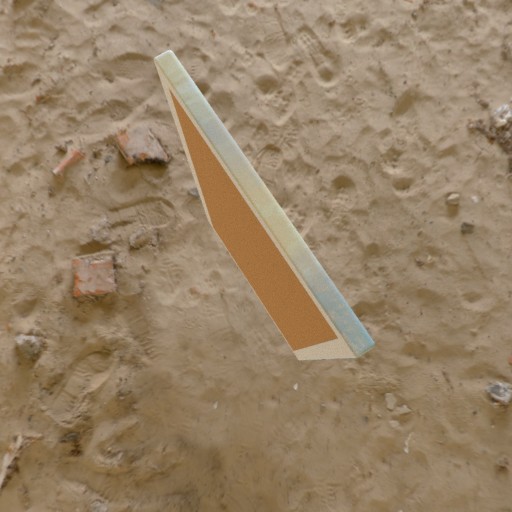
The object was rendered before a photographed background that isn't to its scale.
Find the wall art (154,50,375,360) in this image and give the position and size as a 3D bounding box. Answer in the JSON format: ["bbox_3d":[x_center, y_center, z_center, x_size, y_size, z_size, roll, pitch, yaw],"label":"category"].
[{"bbox_3d":[0.000,0.000,1.156,0.037,0.915,0.605,-32,79,-7],"label":"wall art"}]
